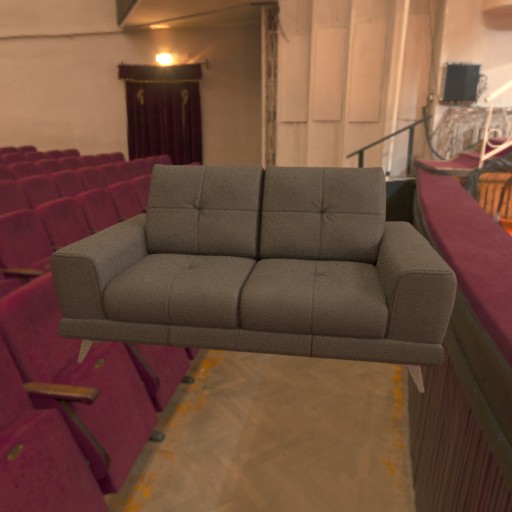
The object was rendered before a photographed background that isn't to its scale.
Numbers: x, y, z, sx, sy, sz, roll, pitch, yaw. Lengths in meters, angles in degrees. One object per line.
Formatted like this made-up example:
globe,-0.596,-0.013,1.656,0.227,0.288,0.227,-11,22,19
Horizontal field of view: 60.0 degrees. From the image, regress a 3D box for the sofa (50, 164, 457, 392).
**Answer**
sofa,0.000,0.000,2.366,1.806,0.907,1.018,3,16,9
